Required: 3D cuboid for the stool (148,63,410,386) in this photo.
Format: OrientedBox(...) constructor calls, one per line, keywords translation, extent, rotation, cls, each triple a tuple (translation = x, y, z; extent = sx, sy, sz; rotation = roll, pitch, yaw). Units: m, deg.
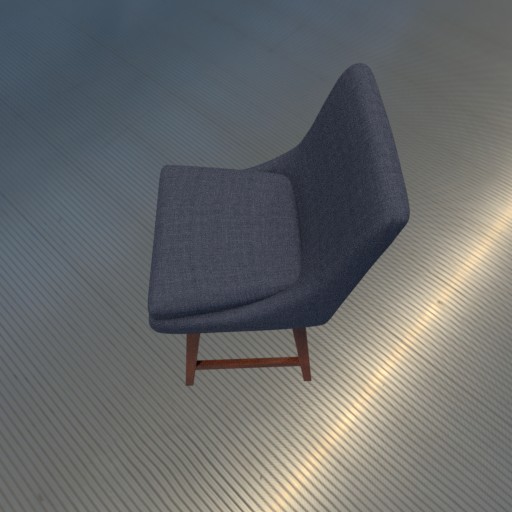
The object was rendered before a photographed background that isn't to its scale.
OrientedBox(translation=(0.000, 0.000, 1.205), extent=(0.524, 0.895, 0.467), rotation=(-2, 59, -1), cls="stool")
